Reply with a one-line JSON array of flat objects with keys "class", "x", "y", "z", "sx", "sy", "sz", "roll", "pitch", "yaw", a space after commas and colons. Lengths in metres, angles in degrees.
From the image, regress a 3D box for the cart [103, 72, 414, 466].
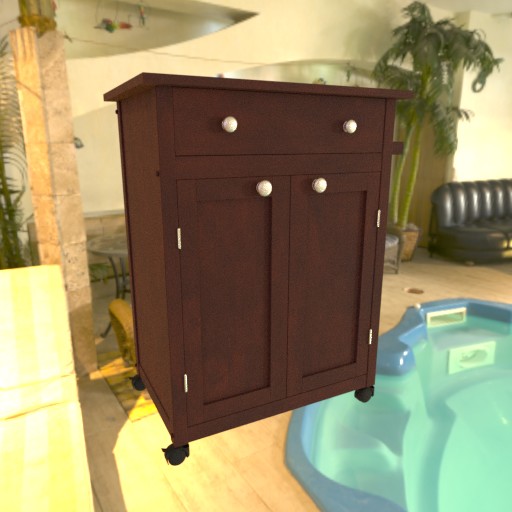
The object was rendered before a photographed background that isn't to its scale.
[{"class": "cart", "x": 0.000, "y": 0.000, "z": 1.243, "sx": 0.683, "sy": 0.864, "sz": 0.442, "roll": -7, "pitch": 16, "yaw": -26}]
